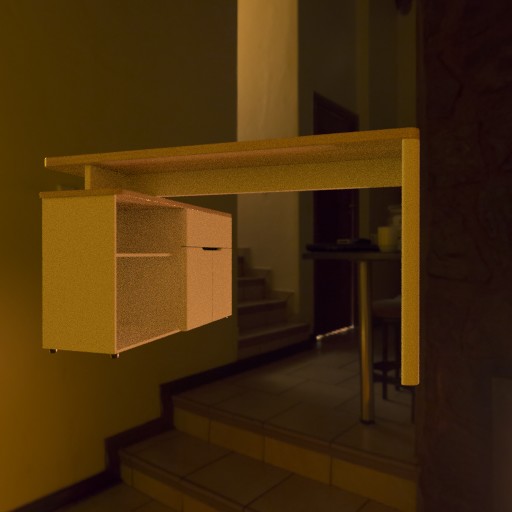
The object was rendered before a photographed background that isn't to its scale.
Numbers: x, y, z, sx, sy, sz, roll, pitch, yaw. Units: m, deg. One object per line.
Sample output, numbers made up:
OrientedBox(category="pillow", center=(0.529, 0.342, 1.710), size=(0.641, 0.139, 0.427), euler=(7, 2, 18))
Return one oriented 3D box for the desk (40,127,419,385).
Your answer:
OrientedBox(category="desk", center=(0.000, 0.000, 2.080), size=(1.400, 0.770, 1.175), euler=(0, 0, 18))
